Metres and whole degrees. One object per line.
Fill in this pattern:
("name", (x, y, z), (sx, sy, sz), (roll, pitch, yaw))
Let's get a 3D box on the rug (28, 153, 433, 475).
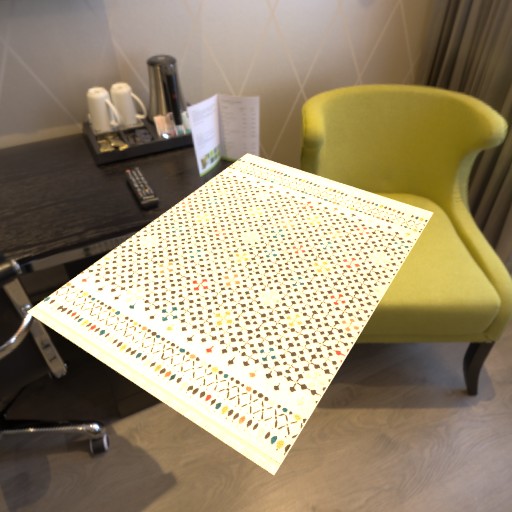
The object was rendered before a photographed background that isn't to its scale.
("rug", (0.000, 0.000, 2.009), (1.146, 0.006, 1.556), (23, 46, 24))
